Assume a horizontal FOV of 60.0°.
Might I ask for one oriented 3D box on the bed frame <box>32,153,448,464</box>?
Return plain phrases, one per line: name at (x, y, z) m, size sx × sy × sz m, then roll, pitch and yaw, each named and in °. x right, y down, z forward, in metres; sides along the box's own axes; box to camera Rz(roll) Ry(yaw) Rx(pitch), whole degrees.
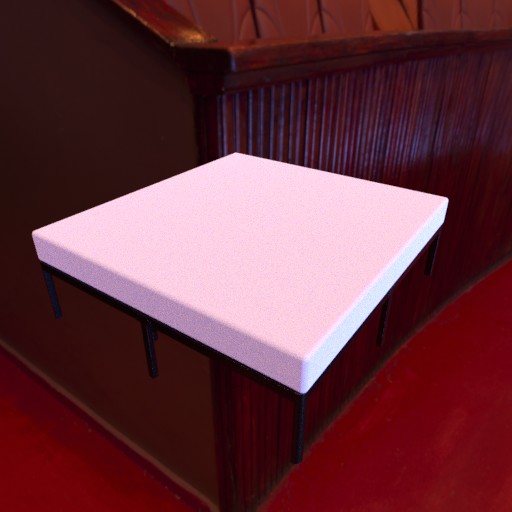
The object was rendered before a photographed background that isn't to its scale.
bed frame at (0.000, 0.000, 3.117) m, size 1.963 × 0.659 × 2.079 m, roll 19°, pitch 35°, yaw 30°
